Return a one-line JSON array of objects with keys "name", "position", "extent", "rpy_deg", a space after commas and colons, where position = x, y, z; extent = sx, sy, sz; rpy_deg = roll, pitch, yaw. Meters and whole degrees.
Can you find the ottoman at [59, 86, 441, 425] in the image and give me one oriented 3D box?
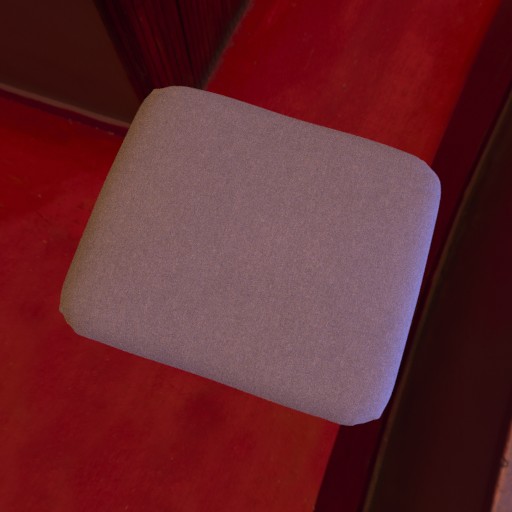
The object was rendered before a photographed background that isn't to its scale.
[{"name": "ottoman", "position": [0.000, 0.000, 1.115], "extent": [0.747, 0.450, 0.622], "rpy_deg": [18, 78, 4]}]
